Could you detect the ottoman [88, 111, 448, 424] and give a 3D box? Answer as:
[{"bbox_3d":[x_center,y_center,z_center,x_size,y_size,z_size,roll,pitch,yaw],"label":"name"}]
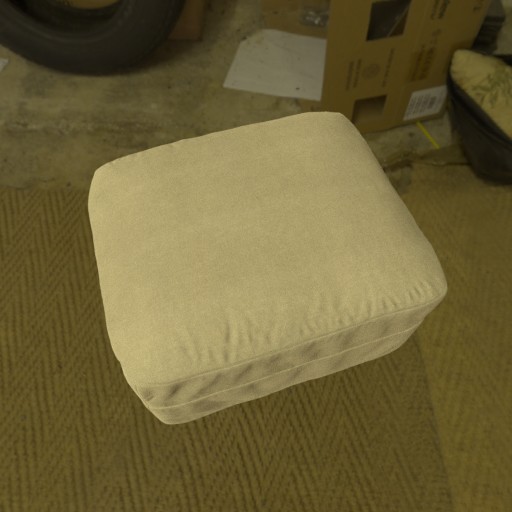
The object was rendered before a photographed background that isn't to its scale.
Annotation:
[{"bbox_3d":[0.000,0.000,1.089,0.712,0.480,0.584,-16,61,-9],"label":"ottoman"}]
